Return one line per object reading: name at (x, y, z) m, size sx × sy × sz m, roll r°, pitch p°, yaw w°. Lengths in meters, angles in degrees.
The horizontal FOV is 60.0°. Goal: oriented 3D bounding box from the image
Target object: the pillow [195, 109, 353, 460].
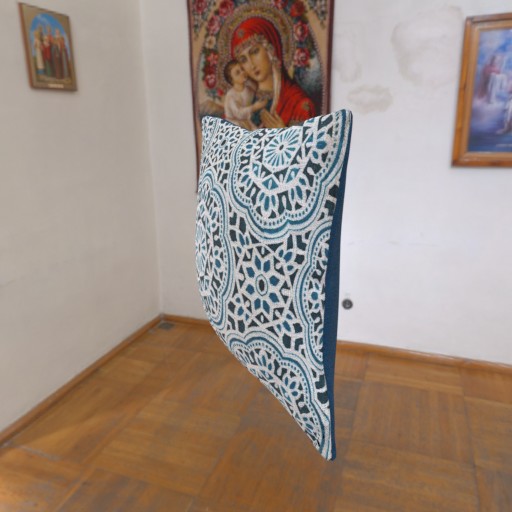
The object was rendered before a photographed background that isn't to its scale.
pillow at (0.000, 0.000, 0.679) m, size 0.145 × 0.420 × 0.440 m, roll -8°, pitch 19°, yaw -24°
